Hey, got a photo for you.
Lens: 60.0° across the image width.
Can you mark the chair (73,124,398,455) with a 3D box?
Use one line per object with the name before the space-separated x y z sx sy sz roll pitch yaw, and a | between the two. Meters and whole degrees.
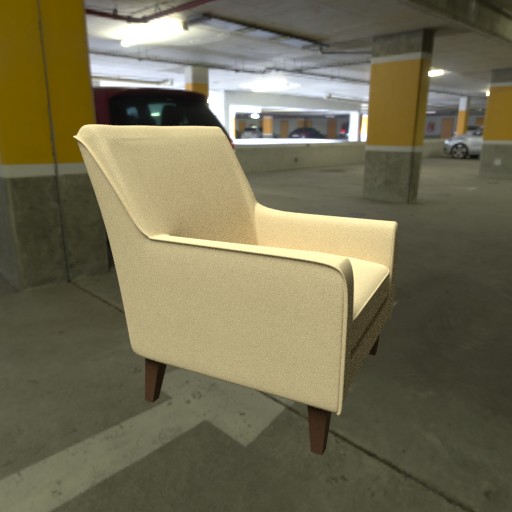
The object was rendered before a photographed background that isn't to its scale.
chair | 0.000 0.000 1.619 0.899 0.919 0.780 8 17 26
